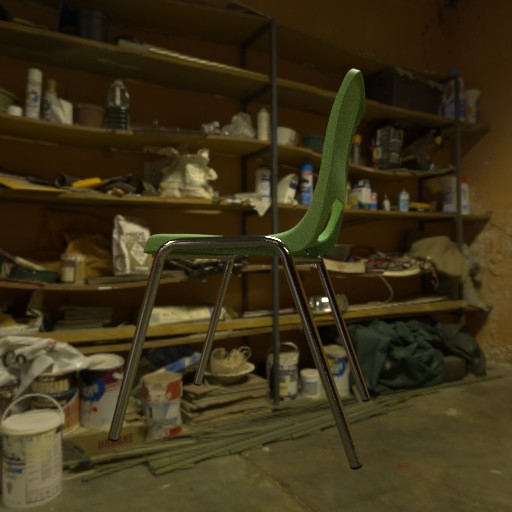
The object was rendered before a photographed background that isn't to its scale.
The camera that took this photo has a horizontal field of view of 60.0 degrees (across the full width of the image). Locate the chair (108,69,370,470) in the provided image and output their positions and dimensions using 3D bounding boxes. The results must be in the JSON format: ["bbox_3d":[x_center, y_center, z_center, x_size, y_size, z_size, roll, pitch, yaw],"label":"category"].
[{"bbox_3d":[0.000,0.000,0.898,0.436,0.653,0.381,0,-1,16],"label":"chair"}]
